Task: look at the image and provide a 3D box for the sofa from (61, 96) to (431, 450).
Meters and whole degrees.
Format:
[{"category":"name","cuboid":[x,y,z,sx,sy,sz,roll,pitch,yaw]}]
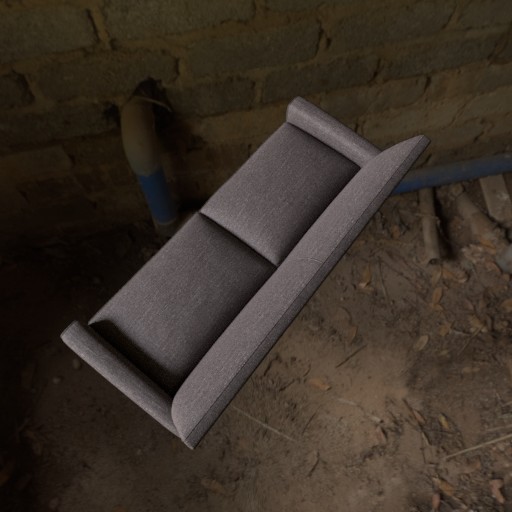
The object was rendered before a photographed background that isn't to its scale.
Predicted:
[{"category":"sofa","cuboid":[0.000,0.000,2.499,0.875,0.846,1.976,35,69,15]}]
